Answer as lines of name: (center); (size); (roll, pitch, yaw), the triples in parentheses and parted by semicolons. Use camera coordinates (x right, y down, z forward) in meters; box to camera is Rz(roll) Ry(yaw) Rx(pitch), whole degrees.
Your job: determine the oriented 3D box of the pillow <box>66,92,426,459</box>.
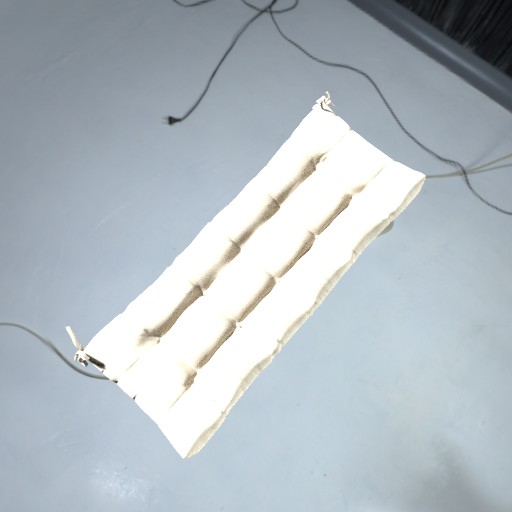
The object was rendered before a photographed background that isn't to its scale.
pillow: (0.000, 0.000, 1.384); (0.511, 0.174, 1.194); (41, 79, 10)
